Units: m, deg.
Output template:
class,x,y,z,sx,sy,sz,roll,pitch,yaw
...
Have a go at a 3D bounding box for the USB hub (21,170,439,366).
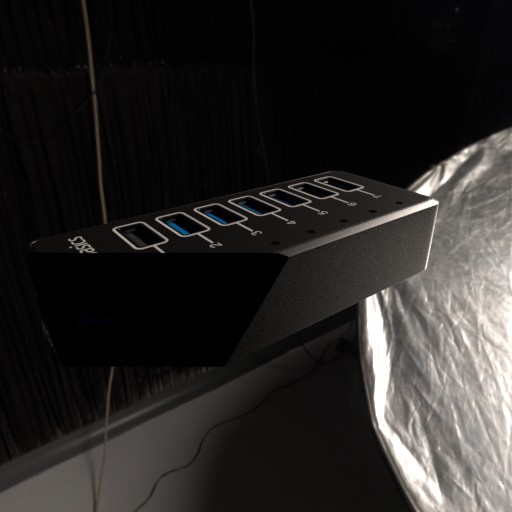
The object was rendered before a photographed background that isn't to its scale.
class,x,y,z,sx,sy,sz,roll,pitch,yaw
USB hub,0.000,0.000,0.124,0.110,0.023,0.044,-19,32,-33
